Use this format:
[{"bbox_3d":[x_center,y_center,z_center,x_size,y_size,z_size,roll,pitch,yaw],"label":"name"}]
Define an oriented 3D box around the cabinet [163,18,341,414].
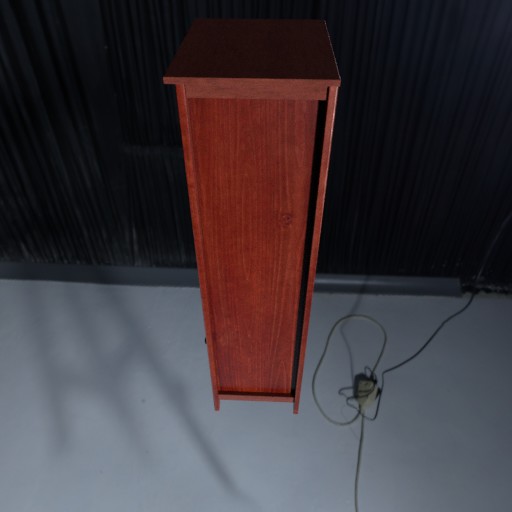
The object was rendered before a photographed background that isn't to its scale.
[{"bbox_3d":[0.000,0.000,1.688,0.401,1.518,0.500,2,42,2],"label":"cabinet"}]
